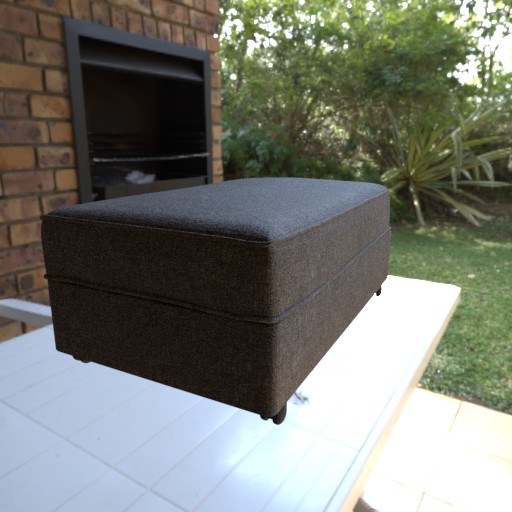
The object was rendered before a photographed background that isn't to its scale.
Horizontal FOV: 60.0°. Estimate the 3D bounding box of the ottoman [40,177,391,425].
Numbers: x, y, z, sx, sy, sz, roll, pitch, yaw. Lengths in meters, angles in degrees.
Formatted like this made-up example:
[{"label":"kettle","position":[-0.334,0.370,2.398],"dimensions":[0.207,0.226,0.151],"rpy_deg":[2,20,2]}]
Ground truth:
[{"label":"ottoman","position":[0.000,0.000,1.548],"dimensions":[0.717,0.487,1.184],"rpy_deg":[8,16,27]}]
